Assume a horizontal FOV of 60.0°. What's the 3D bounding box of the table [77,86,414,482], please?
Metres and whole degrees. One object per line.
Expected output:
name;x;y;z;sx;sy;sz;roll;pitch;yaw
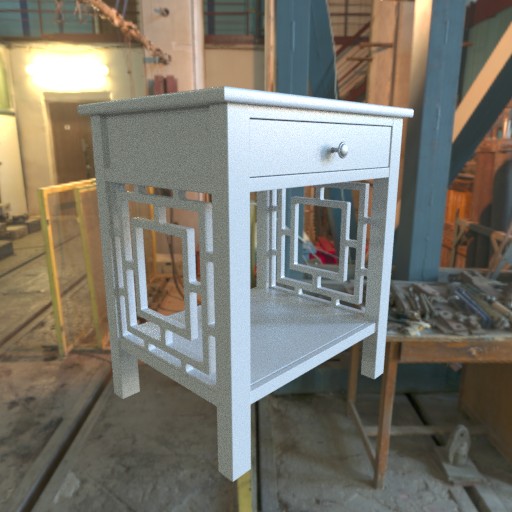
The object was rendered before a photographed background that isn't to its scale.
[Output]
table;0.000;0.000;1.010;0.451;0.646;0.564;13;19;42
